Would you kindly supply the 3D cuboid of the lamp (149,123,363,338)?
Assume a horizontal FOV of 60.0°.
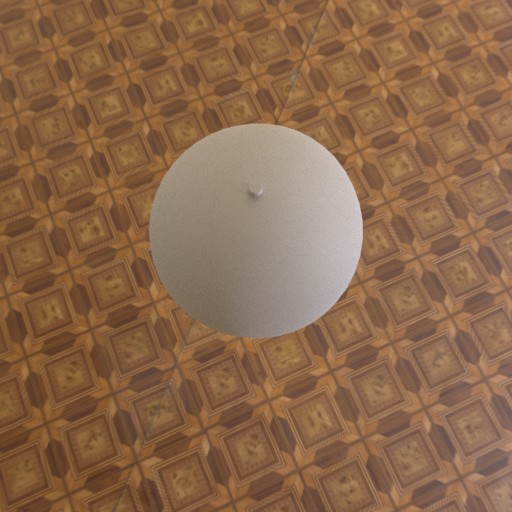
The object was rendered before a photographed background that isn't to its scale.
[{"bbox_3d":[0.000,0.000,0.433,0.171,0.330,0.171,0,75,0],"label":"lamp"}]
